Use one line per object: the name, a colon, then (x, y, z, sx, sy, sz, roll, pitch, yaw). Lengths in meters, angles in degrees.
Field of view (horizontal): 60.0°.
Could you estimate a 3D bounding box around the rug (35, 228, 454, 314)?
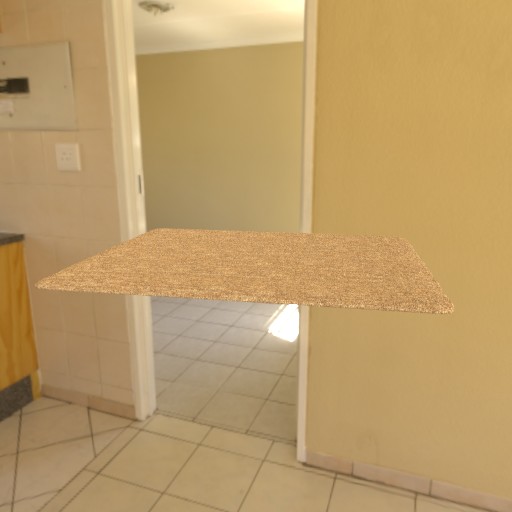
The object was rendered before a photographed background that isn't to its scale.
rug: (0.000, 0.000, 3.930, 2.873, 0.050, 2.242, 3, 14, 10)
